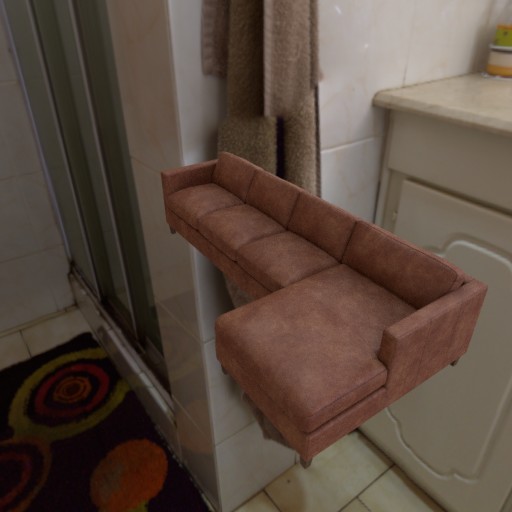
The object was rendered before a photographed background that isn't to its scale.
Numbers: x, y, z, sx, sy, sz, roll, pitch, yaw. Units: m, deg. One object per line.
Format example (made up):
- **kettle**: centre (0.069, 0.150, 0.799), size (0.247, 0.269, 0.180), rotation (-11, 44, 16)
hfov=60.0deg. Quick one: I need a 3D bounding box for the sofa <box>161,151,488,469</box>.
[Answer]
- **sofa**: centre (0.000, 0.000, 3.844), size (1.581, 0.883, 3.203), rotation (-20, 37, -29)
